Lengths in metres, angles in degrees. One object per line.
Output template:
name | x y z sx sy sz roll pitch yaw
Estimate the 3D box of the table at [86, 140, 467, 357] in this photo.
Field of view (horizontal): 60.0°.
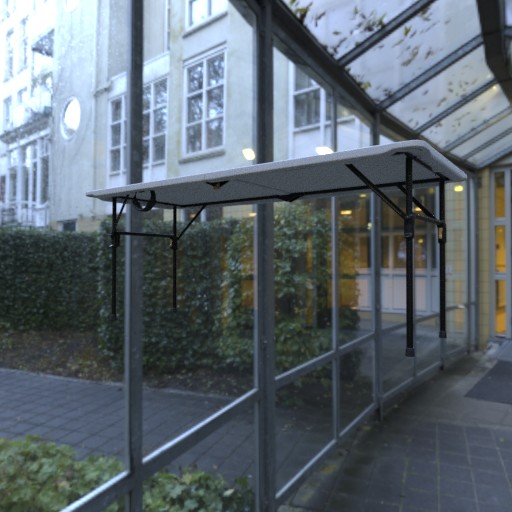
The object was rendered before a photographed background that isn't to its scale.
table | 0.000 0.000 2.225 1.829 0.719 0.761 -1 -1 36
